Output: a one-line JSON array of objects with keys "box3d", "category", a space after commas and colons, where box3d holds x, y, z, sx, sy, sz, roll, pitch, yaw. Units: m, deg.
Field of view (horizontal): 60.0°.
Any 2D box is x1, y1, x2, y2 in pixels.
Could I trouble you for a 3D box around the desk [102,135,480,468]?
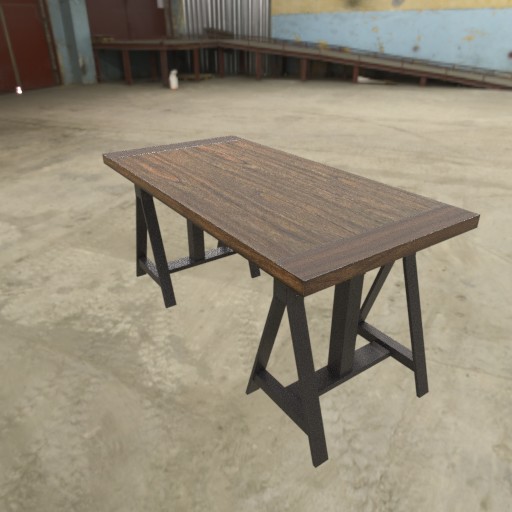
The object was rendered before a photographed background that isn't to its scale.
[{"box3d": [0.000, 0.000, 1.993, 0.784, 0.725, 1.543, -18, 32, -31], "category": "desk"}]
